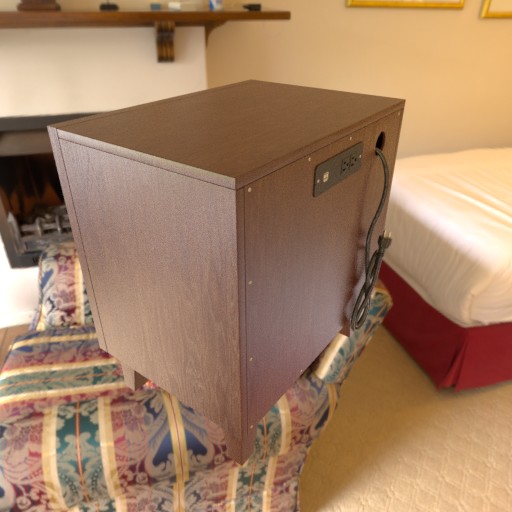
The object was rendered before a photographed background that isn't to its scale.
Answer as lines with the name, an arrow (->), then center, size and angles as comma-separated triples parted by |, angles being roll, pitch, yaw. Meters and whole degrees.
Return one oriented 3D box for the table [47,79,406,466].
table -> 0.000, 0.000, 0.966 | 0.449, 0.609, 0.557 | 21, 37, 31
